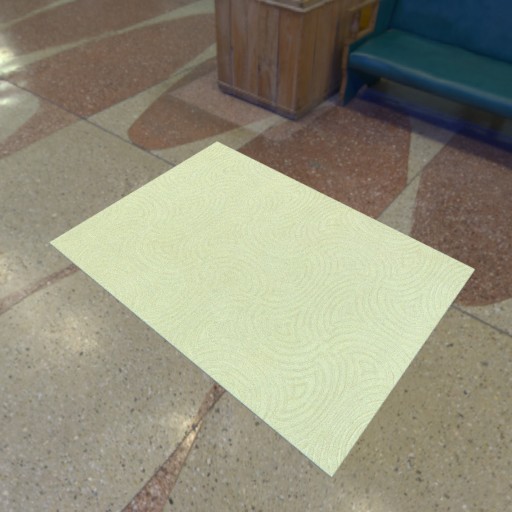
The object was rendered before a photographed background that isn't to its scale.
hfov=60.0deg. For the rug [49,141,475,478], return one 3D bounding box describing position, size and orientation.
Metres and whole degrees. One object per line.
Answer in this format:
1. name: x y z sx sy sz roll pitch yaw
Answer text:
1. rug: 0.000 0.000 2.720 2.132 0.015 1.526 32 54 26
